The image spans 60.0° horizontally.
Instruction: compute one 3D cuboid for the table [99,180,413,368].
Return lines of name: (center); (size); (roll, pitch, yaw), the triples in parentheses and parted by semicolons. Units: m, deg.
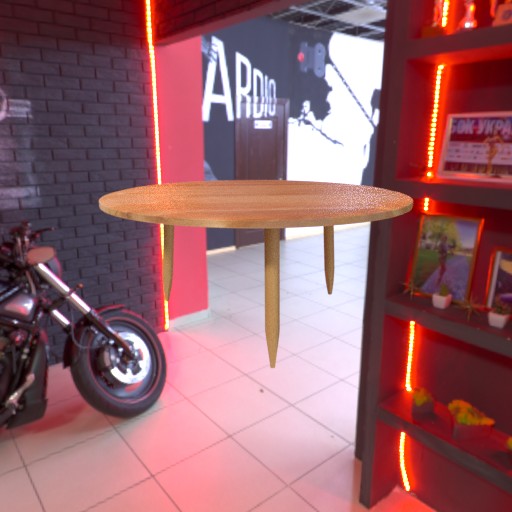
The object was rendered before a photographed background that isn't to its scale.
table: (0.000, 0.000, 1.391); (0.900, 0.400, 0.900); (0, 15, 0)
